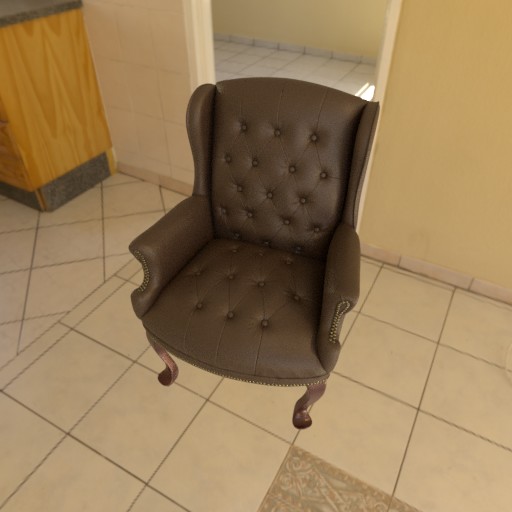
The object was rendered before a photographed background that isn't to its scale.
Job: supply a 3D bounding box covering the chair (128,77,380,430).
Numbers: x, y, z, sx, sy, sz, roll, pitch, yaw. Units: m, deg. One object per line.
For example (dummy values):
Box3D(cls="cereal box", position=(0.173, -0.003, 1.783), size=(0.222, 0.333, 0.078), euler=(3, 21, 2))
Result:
Box3D(cls="chair", position=(0.000, 0.000, 1.716), size=(0.829, 1.132, 0.819), euler=(13, 42, 15))
